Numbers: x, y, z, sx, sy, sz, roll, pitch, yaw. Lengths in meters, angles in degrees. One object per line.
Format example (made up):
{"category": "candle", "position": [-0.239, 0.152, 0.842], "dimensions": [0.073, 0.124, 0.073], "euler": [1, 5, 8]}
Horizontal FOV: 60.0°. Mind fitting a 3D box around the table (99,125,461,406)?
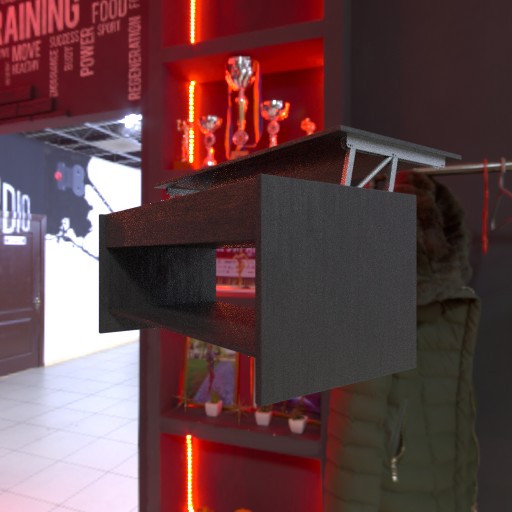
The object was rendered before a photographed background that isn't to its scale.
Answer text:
{"category": "table", "position": [0.000, 0.000, 1.448], "dimensions": [0.712, 0.570, 1.000], "euler": [0, 0, -36]}
